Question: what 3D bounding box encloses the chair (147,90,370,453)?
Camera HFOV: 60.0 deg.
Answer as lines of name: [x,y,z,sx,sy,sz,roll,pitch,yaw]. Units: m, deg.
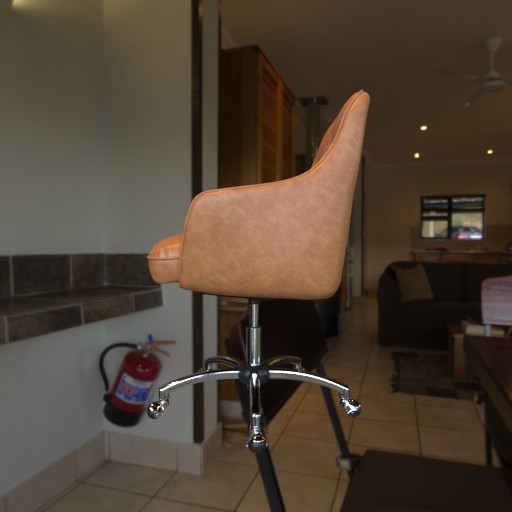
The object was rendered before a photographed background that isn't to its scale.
chair: [0.000,0.000,1.320,0.615,0.909,0.628,0,1,-1]
